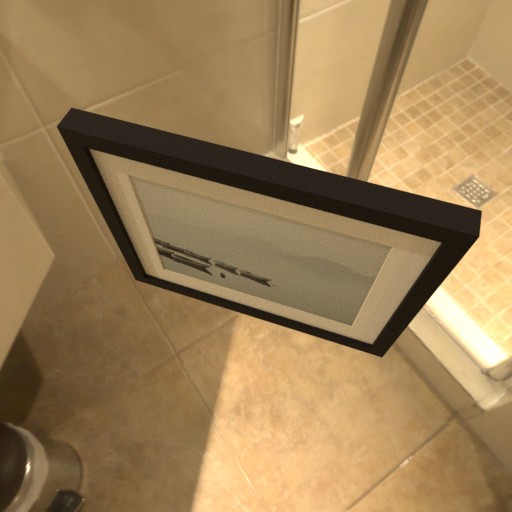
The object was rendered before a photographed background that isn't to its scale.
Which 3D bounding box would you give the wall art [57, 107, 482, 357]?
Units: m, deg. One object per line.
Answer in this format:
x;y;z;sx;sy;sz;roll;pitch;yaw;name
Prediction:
0.000;0.000;0.543;0.397;0.325;0.028;16;61;9;wall art
